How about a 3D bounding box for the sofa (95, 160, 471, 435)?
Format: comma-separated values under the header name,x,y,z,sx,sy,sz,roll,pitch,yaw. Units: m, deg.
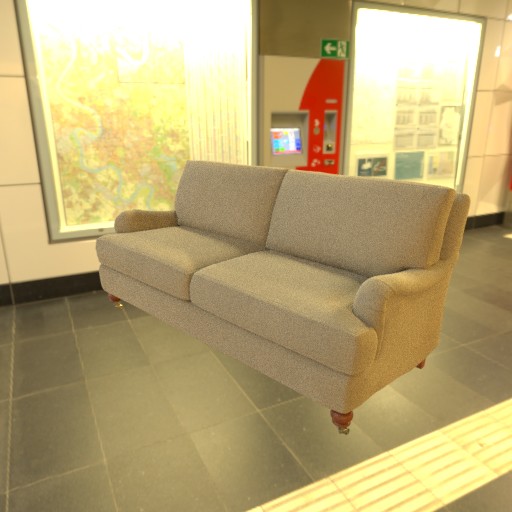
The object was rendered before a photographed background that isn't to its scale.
name,x,y,z,sx,sy,sz,roll,pitch,yaw
sofa,0.000,0.000,2.661,2.070,0.997,1.091,16,24,41
